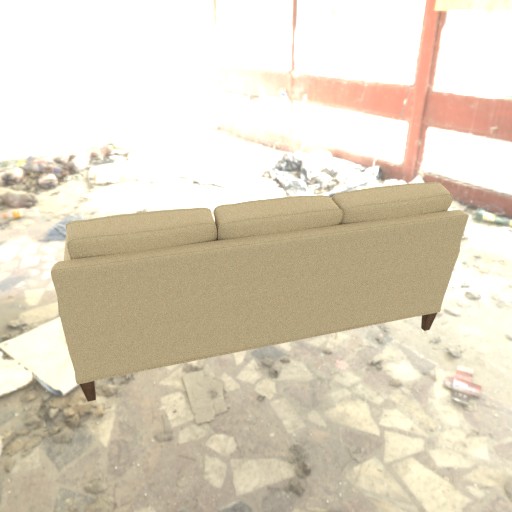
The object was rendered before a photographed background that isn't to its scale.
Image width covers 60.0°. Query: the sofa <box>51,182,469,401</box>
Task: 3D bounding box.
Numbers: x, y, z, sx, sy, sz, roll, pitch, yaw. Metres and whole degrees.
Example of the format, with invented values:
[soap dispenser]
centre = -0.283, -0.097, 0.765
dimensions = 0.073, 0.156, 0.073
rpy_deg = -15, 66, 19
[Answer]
[sofa]
centre = 0.000, 0.000, 2.779
dimensions = 2.246, 1.003, 1.084
rpy_deg = -8, 29, -15
